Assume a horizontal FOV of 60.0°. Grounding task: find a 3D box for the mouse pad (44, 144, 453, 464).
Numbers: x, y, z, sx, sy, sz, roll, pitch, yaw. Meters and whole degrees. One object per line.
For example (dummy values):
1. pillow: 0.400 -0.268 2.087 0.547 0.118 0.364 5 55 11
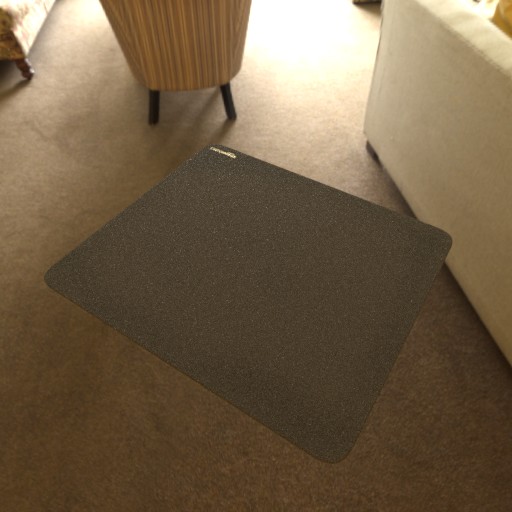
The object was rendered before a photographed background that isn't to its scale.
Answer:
1. mouse pad: 0.000 0.000 0.624 0.451 0.002 0.393 26 52 22
